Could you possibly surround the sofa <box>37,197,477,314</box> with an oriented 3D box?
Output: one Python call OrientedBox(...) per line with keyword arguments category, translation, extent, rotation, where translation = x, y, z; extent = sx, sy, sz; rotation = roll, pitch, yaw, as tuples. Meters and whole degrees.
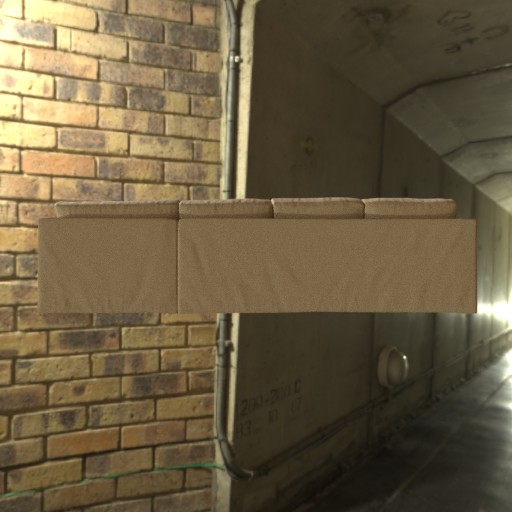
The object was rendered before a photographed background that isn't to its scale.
OrientedBox(category="sofa", translation=(0.000, 0.000, 3.981), extent=(3.206, 0.871, 1.622), rotation=(0, -1, 0))
